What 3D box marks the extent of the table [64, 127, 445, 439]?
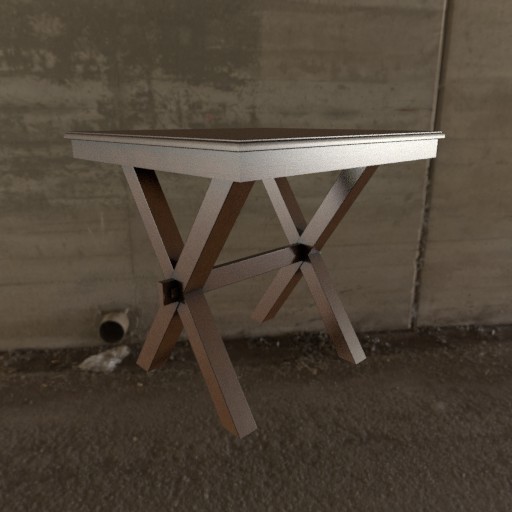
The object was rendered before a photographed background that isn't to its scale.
[{"bbox_3d":[0.000,0.000,1.038,0.602,0.562,0.560,-16,23,-42],"label":"table"}]
